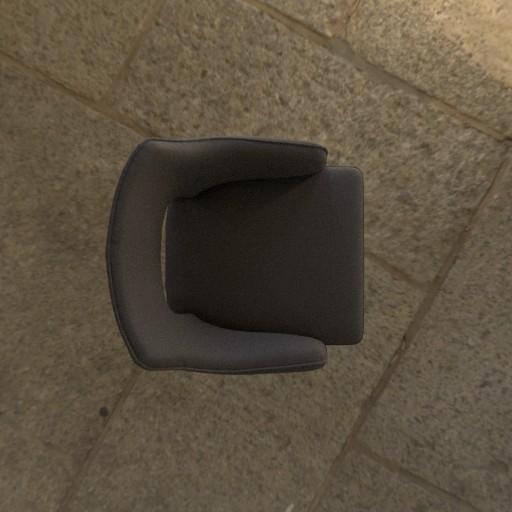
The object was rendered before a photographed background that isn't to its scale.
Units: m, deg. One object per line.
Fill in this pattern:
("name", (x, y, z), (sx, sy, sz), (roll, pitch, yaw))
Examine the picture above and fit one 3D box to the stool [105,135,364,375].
("stool", (0.000, 0.000, 1.261), (0.558, 0.912, 0.548), (0, 89, 1))
